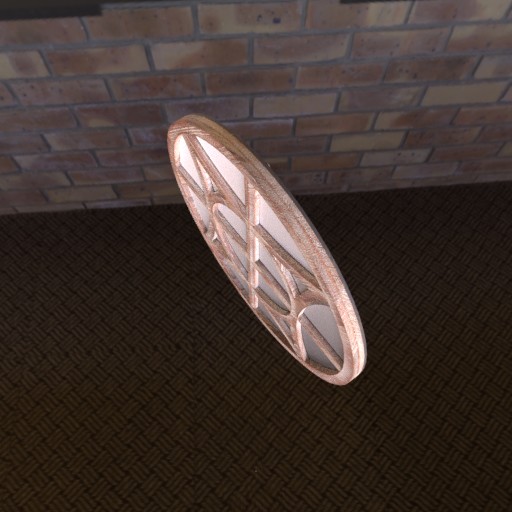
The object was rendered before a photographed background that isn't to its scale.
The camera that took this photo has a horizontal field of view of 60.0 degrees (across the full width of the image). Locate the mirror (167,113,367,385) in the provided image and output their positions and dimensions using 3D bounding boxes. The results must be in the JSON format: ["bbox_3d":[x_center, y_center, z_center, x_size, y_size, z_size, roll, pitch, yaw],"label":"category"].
[{"bbox_3d":[0.000,0.000,1.067,0.038,0.710,0.710,-34,69,-15],"label":"mirror"}]
